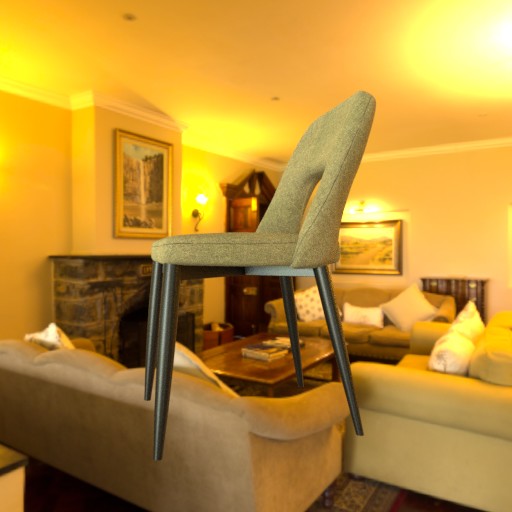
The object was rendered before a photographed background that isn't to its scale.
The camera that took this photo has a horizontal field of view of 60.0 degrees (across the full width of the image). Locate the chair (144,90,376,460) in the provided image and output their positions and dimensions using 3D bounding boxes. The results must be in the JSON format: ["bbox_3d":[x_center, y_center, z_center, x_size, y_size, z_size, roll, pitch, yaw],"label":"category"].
[{"bbox_3d":[0.000,0.000,1.283,0.612,0.931,0.470,0,1,-17],"label":"chair"}]
